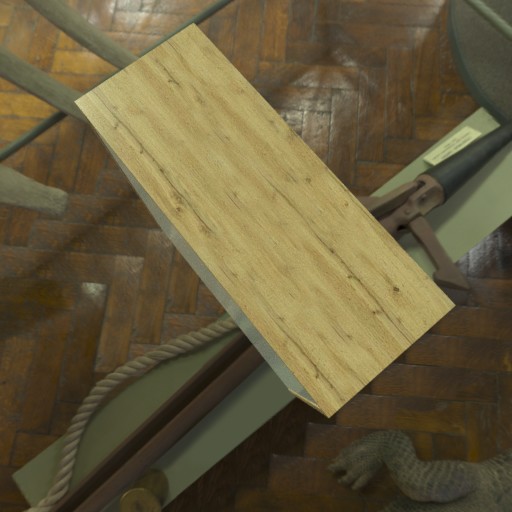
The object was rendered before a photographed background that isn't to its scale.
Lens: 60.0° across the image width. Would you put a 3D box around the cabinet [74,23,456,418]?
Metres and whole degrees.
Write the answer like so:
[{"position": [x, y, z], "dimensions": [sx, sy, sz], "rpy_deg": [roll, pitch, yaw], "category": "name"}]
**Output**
[{"position": [0.000, 0.000, 1.945], "dimensions": [0.473, 1.397, 1.168], "rpy_deg": [-38, 79, -9], "category": "cabinet"}]
